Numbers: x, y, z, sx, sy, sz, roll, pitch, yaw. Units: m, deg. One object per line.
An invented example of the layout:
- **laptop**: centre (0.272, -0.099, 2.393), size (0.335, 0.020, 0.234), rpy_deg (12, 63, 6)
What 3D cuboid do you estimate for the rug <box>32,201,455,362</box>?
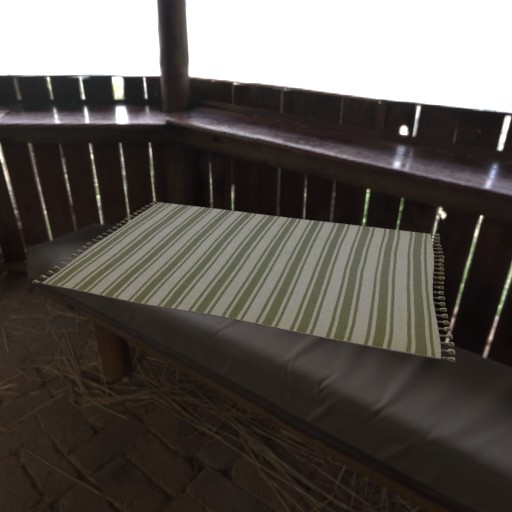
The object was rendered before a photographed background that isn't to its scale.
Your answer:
- **rug**: centre (0.000, 0.000, 2.320), size (1.875, 0.013, 1.162), rpy_deg (8, 28, 16)
